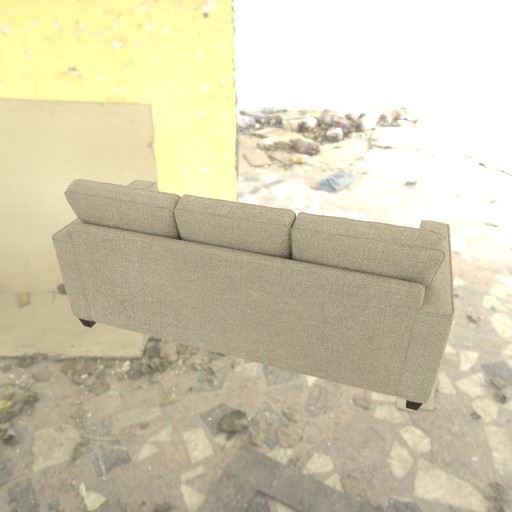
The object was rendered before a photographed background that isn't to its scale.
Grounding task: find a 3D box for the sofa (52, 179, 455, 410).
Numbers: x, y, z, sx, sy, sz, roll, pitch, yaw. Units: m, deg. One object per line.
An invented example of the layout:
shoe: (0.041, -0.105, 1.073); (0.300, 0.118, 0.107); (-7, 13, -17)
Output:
sofa: (0.000, 0.000, 2.635); (2.133, 0.965, 0.939); (10, 33, 16)
